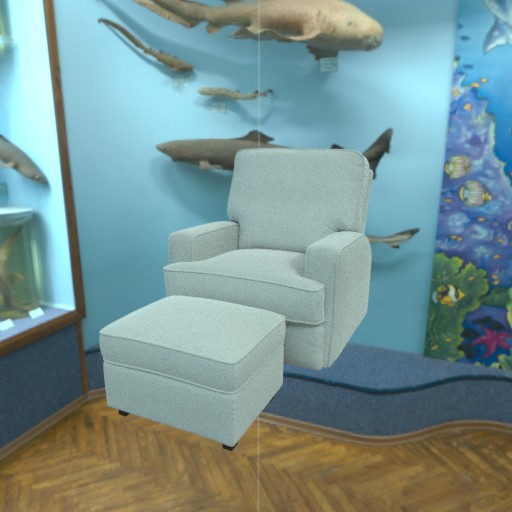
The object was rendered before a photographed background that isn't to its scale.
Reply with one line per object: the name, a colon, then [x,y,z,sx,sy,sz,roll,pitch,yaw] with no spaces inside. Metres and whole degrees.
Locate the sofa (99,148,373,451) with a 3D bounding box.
sofa: [0.000,0.000,2.041,0.861,0.959,1.472,7,16,25]
